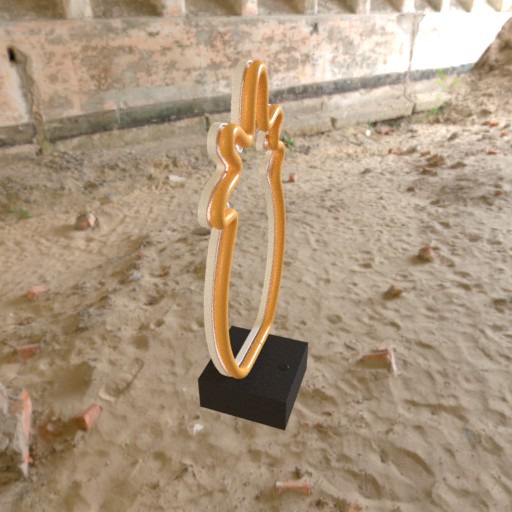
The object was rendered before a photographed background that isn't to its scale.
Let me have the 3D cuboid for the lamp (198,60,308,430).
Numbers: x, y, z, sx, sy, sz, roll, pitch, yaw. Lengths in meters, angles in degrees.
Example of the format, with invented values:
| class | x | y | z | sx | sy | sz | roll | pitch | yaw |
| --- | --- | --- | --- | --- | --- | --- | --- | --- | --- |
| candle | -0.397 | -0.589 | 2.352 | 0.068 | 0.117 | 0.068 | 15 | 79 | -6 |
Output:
| class | x | y | z | sx | sy | sz | roll | pitch | yaw |
| --- | --- | --- | --- | --- | --- | --- | --- | --- | --- |
| lamp | 0.000 | 0.000 | 0.391 | 0.088 | 0.317 | 0.167 | 10 | 31 | 17 |
